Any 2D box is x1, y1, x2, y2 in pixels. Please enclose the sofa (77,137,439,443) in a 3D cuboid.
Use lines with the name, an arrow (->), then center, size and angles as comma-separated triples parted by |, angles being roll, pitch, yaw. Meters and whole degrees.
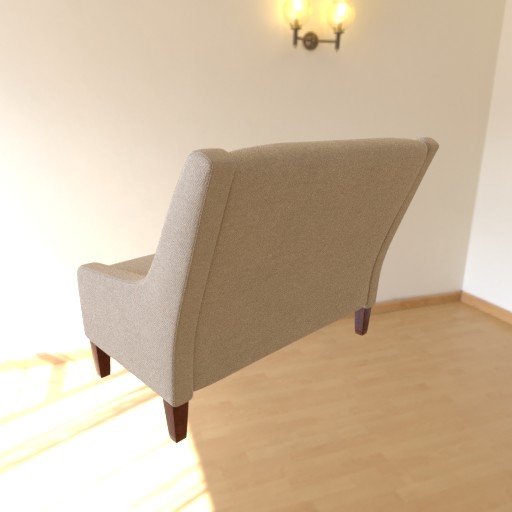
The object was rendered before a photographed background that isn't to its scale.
sofa -> 0.000, 0.000, 1.877 | 1.212, 0.976, 0.946 | -16, 23, -42
